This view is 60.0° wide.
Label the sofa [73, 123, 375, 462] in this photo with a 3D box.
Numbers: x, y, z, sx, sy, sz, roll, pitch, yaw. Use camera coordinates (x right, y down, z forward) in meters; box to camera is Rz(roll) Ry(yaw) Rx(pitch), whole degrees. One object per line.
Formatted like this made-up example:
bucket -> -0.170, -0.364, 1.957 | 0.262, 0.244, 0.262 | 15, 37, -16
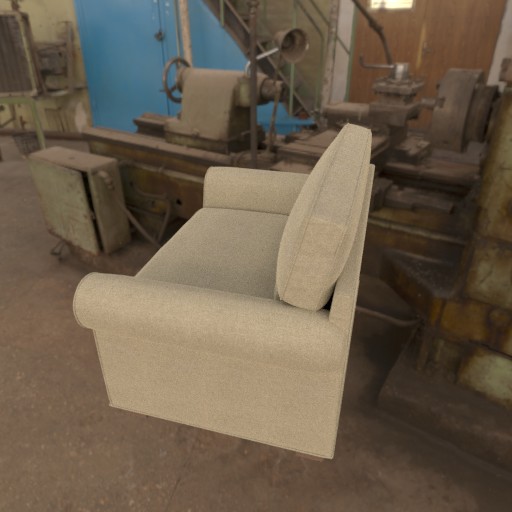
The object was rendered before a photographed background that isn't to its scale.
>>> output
sofa -> 0.000, 0.000, 2.027 | 0.936, 0.991, 1.405 | 8, 31, 14
